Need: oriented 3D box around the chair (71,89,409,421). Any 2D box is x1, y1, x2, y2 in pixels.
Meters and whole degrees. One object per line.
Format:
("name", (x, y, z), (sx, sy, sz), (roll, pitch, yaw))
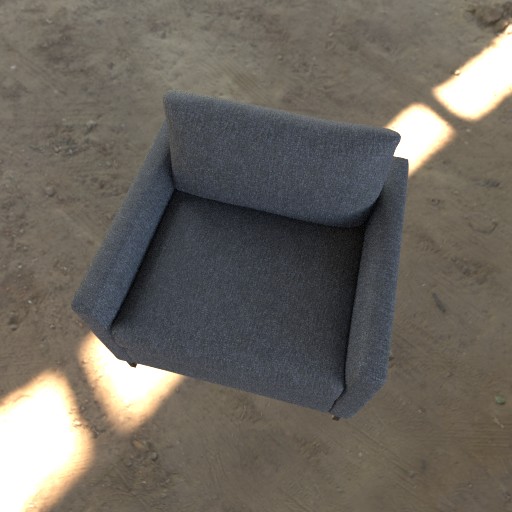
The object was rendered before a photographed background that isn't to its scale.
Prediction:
("chair", (0.000, 0.000, 1.614), (0.963, 0.861, 0.866), (12, 60, 7))
